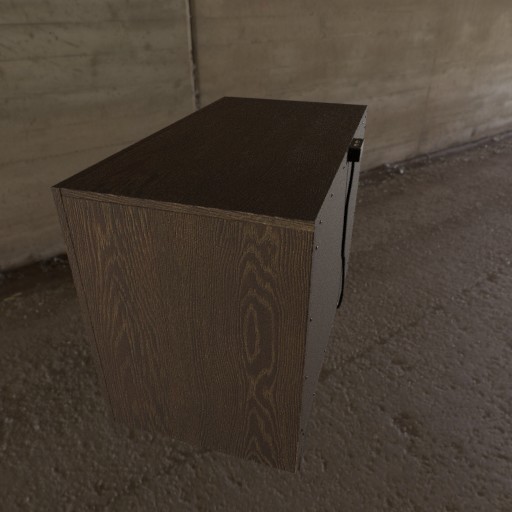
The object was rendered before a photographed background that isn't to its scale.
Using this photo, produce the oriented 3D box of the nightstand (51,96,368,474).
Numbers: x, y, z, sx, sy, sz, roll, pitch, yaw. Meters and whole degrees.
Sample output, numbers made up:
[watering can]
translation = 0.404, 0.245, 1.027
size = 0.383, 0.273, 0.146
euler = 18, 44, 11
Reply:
[nightstand]
translation = 0.000, 0.000, 1.123
size = 0.457, 0.612, 0.775
euler = 9, 32, 15
